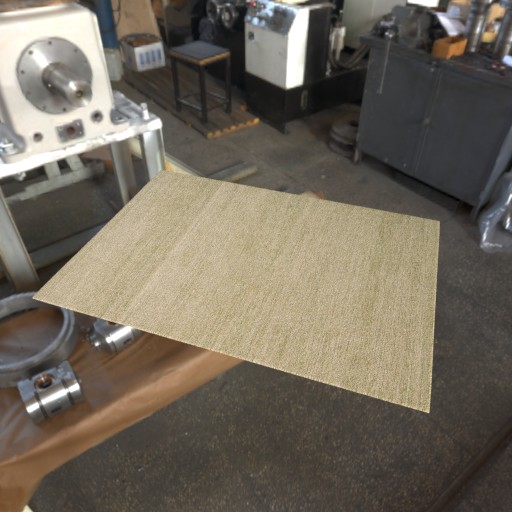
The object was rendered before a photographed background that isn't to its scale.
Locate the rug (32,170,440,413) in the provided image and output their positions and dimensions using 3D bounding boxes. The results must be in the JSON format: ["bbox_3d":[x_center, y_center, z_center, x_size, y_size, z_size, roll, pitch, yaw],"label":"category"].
[{"bbox_3d":[0.000,0.000,5.073,3.935,0.025,2.782,13,42,14],"label":"rug"}]
